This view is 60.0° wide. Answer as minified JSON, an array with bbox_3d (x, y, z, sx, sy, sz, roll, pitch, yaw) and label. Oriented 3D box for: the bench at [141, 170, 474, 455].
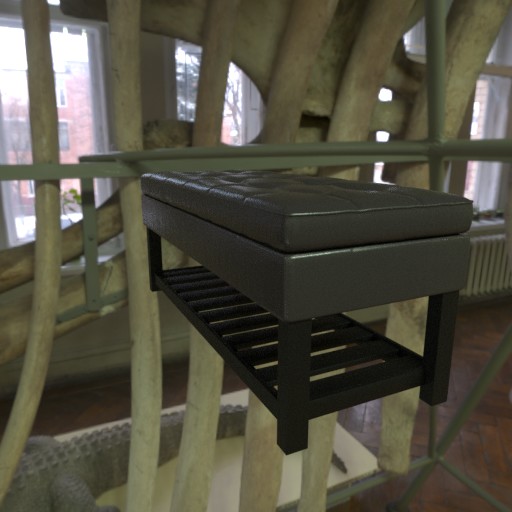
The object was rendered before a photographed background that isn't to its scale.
[{"bbox_3d":[0.000,0.000,1.297,0.432,0.460,1.105,-7,15,-25],"label":"bench"}]
